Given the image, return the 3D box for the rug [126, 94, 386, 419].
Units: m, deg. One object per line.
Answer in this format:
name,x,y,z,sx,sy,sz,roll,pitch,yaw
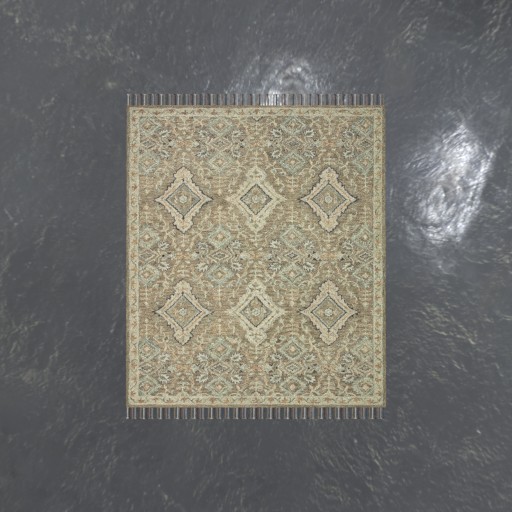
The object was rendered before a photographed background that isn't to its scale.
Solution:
rug,0.000,0.000,4.170,2.437,0.010,3.056,0,90,0
